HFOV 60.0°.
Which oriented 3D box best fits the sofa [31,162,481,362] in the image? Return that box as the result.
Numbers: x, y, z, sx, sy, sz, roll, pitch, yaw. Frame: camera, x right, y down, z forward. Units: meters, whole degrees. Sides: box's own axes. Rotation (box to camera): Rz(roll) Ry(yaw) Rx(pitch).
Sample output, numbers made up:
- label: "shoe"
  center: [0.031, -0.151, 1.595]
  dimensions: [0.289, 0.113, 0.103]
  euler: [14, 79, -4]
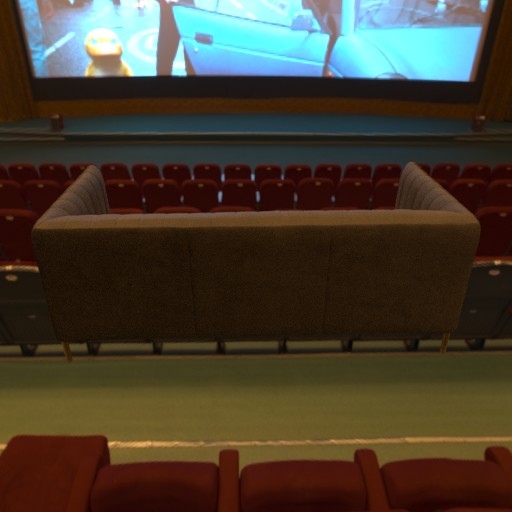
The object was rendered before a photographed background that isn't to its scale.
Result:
- label: "sofa"
  center: [0.000, 0.000, 2.390]
  dimensions: [1.980, 0.780, 0.876]
  euler: [-1, 29, -2]
